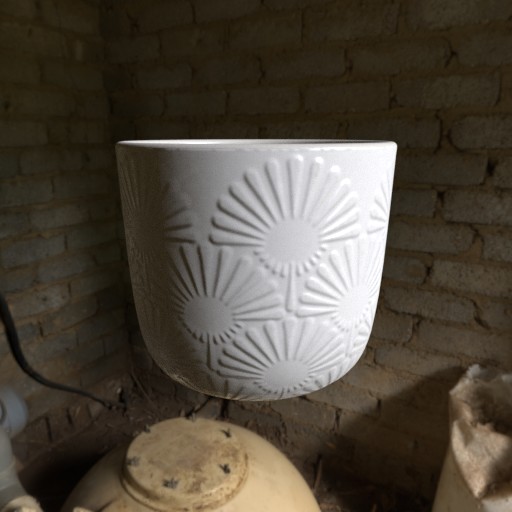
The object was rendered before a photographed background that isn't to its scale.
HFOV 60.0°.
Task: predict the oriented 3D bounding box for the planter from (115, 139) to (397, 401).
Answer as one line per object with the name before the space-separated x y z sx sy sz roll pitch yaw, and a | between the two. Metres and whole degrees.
planter | 0.000 0.000 0.218 0.124 0.109 0.124 0 15 0
